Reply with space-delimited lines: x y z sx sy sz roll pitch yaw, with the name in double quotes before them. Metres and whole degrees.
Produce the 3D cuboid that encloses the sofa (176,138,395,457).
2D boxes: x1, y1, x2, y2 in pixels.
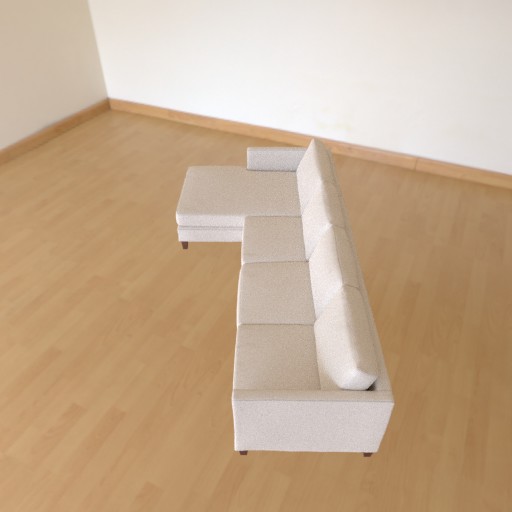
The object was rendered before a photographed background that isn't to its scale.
"sofa" 0.000 0.000 3.873 1.625 0.846 3.186 1 40 1
